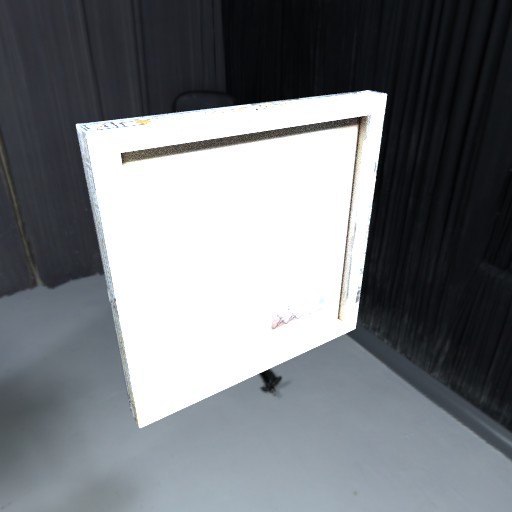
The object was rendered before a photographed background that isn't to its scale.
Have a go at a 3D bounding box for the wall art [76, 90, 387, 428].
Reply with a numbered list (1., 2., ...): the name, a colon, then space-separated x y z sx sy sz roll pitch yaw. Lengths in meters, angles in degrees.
1. wall art: 0.000 0.000 0.632 0.411 0.410 0.038 -17 33 -28
